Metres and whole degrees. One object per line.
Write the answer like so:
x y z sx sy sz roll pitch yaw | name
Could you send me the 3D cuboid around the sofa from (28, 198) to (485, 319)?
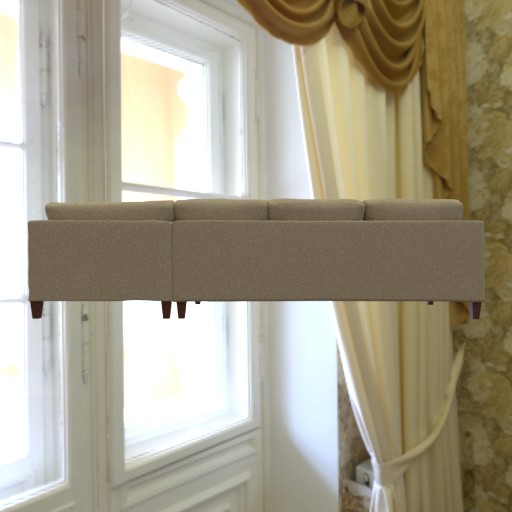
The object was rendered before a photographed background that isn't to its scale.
0.000 0.000 3.870 3.186 0.861 1.625 0 1 0 | sofa
